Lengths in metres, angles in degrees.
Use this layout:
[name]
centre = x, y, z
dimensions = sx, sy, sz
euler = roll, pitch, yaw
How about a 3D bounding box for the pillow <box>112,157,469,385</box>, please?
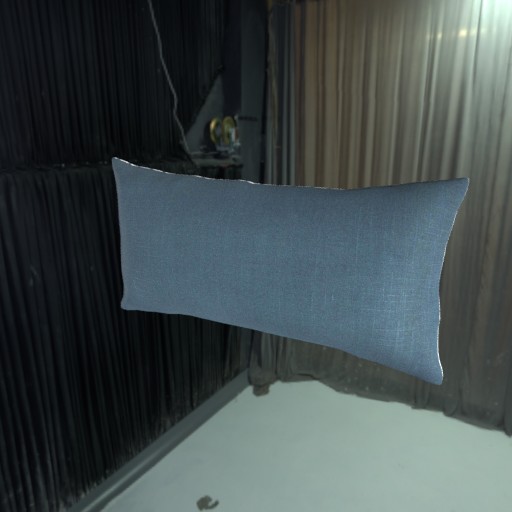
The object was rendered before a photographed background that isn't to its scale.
[pillow]
centre = 0.000, 0.000, 0.734
dimensions = 0.609, 0.305, 0.151
euler = 8, 17, 26
